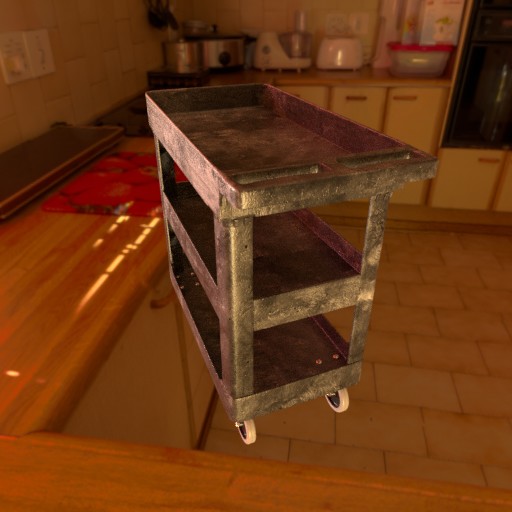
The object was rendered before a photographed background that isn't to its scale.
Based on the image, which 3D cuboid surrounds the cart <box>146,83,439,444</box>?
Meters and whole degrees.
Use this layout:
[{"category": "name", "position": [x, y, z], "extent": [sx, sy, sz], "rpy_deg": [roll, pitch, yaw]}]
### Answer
[{"category": "cart", "position": [0.000, 0.000, 1.334], "extent": [0.420, 0.824, 0.877], "rpy_deg": [-12, 33, -19]}]
